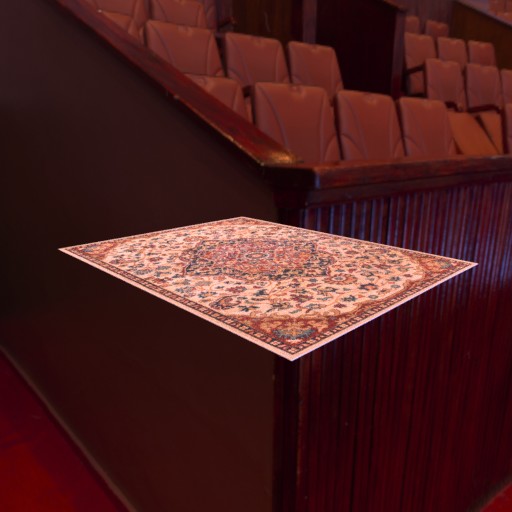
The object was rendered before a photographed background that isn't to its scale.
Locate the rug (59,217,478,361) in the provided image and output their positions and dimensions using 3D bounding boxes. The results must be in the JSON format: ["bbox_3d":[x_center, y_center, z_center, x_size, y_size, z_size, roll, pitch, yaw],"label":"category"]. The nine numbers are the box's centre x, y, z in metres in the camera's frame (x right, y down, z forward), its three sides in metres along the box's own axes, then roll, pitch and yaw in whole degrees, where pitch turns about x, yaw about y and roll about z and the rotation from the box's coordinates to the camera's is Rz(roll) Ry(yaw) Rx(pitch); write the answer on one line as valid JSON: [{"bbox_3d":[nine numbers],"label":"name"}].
[{"bbox_3d":[0.000,0.000,4.123,2.454,0.005,3.067,-15,21,-42],"label":"rug"}]
